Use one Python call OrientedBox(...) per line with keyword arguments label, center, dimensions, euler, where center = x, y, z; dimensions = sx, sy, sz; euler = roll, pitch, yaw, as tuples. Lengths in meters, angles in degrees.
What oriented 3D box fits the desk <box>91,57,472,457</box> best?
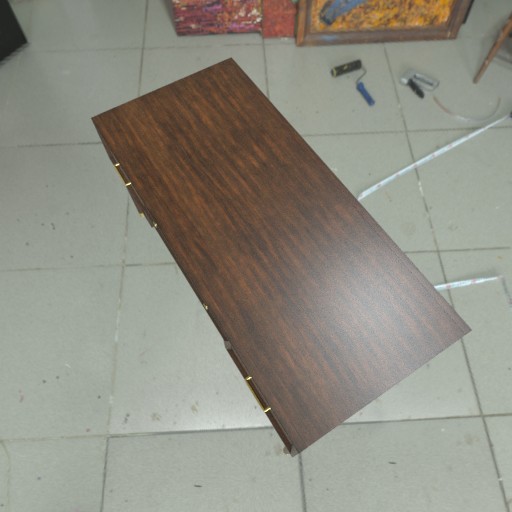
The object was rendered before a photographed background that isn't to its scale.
OrientedBox(label="desk", center=(0.000, 0.000, 2.044), dimensions=(0.724, 0.762, 1.575), euler=(-30, 67, -14))
